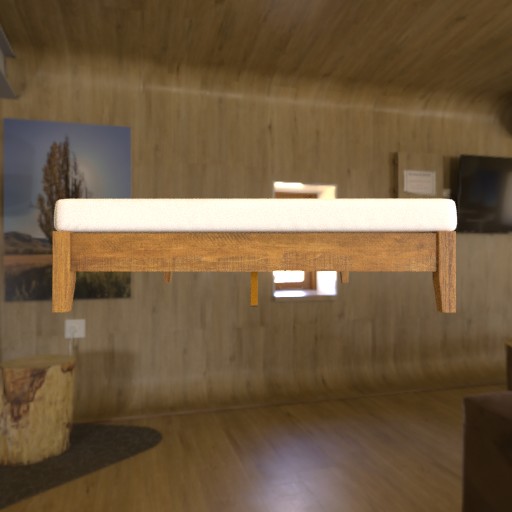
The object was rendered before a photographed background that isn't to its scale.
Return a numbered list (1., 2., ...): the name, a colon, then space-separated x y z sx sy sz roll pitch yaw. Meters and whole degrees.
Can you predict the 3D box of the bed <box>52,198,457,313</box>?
1. bed: 0.000 0.000 2.665 1.536 0.431 2.016 0 0 0
